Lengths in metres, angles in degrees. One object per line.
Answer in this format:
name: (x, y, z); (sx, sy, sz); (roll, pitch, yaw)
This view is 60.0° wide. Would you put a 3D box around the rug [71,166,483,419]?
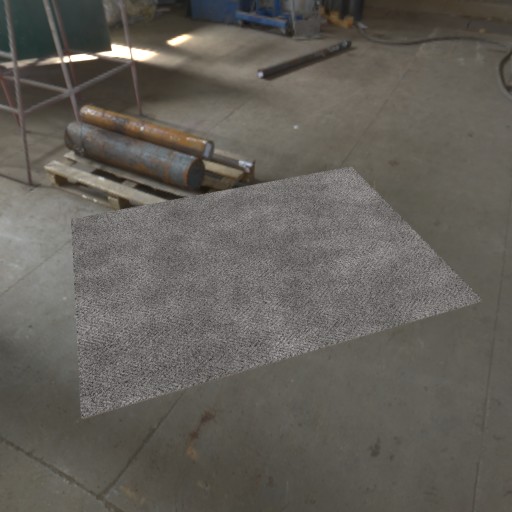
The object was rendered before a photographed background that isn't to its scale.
rug: (0.000, 0.000, 2.860); (2.235, 0.008, 1.600); (-13, 43, -14)
